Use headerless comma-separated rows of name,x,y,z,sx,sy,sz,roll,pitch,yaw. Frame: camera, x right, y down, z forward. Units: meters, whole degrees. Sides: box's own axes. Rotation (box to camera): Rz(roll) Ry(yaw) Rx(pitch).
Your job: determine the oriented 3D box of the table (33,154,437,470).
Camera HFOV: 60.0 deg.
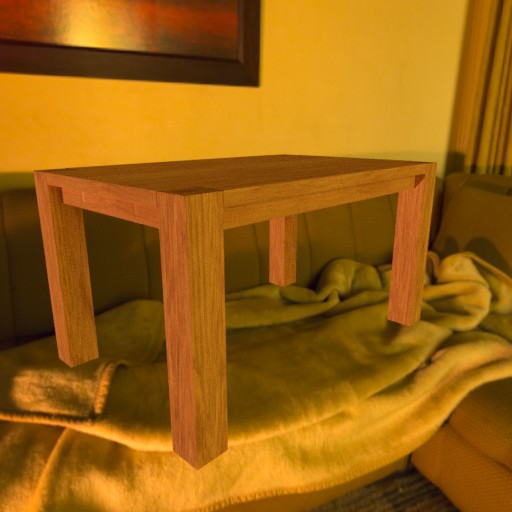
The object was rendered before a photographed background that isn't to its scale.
table,0.000,0.000,1.897,0.900,0.760,1.400,15,22,42
